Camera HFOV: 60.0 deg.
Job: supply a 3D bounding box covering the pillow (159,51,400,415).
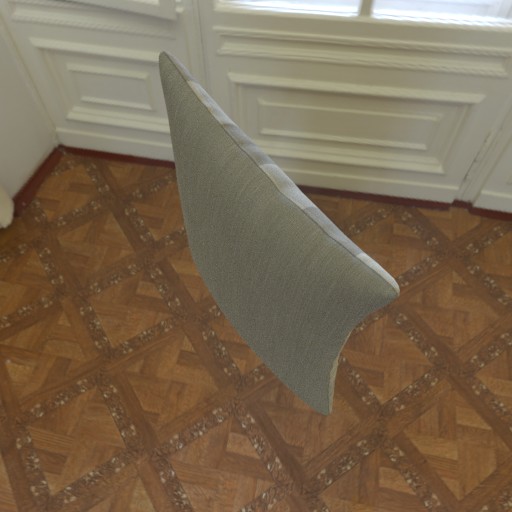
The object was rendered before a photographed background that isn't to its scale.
[{"bbox_3d":[0.000,0.000,0.776,0.161,0.509,0.511,-30,62,-18],"label":"pillow"}]
